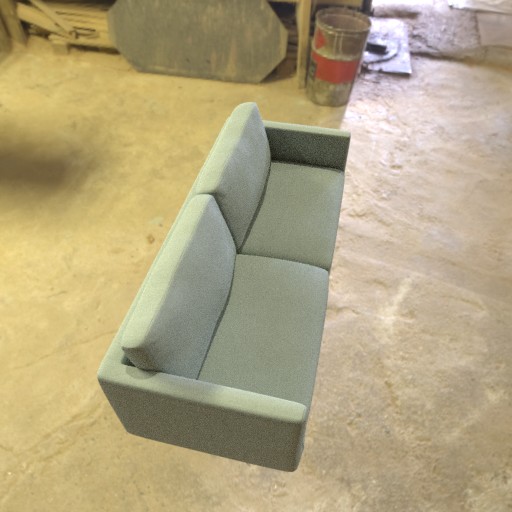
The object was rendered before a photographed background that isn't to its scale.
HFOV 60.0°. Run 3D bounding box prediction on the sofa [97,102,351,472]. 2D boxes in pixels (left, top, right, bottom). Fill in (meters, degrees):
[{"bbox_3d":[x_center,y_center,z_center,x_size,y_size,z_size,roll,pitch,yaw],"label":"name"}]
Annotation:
[{"bbox_3d":[0.000,0.000,2.747,0.951,0.965,2.208,10,49,9],"label":"sofa"}]
